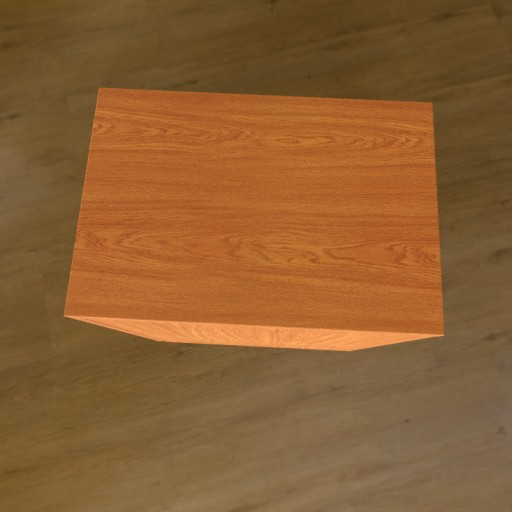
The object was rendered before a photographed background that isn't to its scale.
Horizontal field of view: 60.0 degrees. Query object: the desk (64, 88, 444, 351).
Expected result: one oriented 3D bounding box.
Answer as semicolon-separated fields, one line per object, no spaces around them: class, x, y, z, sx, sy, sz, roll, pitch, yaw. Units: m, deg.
desk;0.000;0.000;1.086;0.600;0.730;0.404;3;76;1
